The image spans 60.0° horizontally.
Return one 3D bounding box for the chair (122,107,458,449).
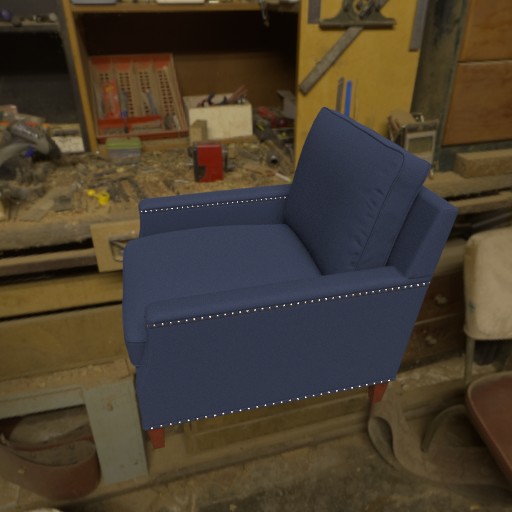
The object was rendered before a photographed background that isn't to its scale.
[{"bbox_3d":[0.000,0.000,1.696,1.014,0.943,0.853,-7,32,-12],"label":"chair"}]
